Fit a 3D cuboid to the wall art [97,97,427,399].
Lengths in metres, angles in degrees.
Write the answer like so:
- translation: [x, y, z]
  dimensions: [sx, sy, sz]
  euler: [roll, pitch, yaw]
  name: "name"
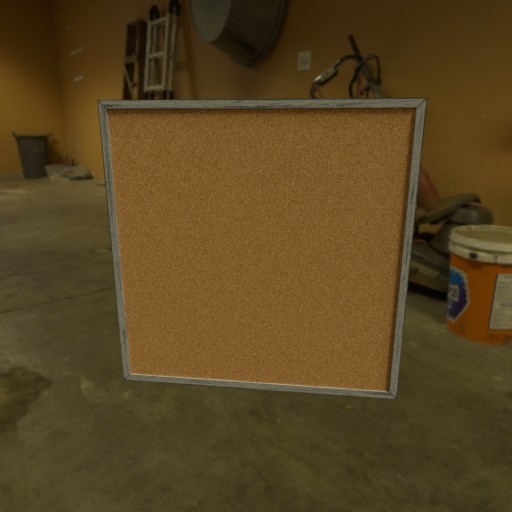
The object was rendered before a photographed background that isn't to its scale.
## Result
- translation: [0.000, 0.000, 1.140]
  dimensions: [0.761, 0.761, 0.037]
  euler: [2, 16, 7]
  name: "wall art"
